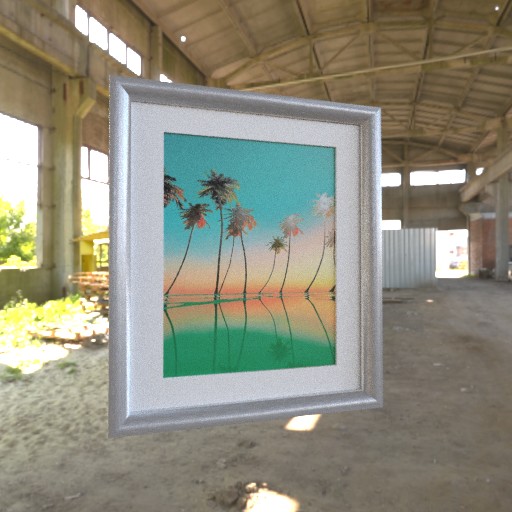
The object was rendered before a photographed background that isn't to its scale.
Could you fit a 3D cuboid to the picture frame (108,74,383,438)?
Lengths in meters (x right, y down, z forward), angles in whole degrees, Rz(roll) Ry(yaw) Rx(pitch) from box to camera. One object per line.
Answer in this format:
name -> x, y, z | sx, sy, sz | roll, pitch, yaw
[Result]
picture frame -> 0.000, 0.000, 0.520 | 0.327, 0.378, 0.027 | 0, -1, -18
